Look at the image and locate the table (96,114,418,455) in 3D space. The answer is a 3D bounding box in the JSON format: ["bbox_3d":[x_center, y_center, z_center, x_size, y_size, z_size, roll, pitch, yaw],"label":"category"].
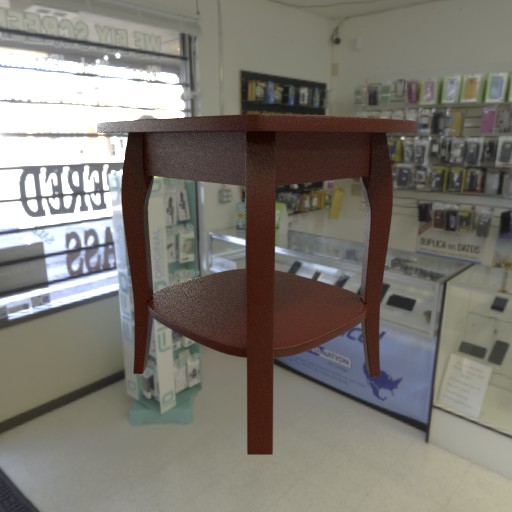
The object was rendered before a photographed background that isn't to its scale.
[{"bbox_3d":[0.000,0.000,0.857,0.433,0.496,0.502,-14,21,-43],"label":"table"}]
